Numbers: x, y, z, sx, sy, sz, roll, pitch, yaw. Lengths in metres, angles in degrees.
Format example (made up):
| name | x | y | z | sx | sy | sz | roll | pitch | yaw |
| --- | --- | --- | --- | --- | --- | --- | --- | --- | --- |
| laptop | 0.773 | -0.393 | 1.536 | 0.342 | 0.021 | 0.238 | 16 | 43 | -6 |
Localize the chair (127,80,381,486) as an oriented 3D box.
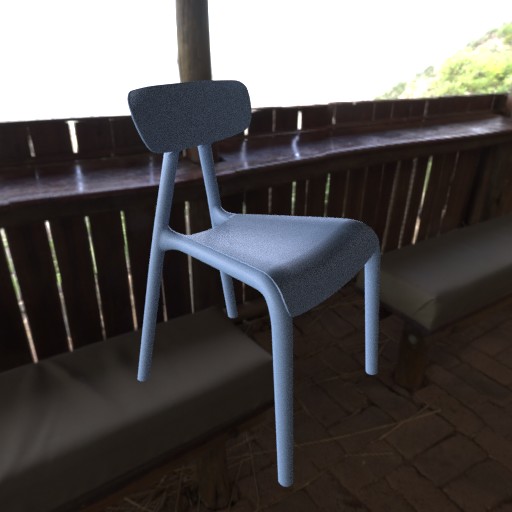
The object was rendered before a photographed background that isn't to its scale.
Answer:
| name | x | y | z | sx | sy | sz | roll | pitch | yaw |
| --- | --- | --- | --- | --- | --- | --- | --- | --- | --- |
| chair | 0.000 | 0.000 | 0.819 | 0.401 | 0.580 | 0.356 | 19 | 32 | 33 |
